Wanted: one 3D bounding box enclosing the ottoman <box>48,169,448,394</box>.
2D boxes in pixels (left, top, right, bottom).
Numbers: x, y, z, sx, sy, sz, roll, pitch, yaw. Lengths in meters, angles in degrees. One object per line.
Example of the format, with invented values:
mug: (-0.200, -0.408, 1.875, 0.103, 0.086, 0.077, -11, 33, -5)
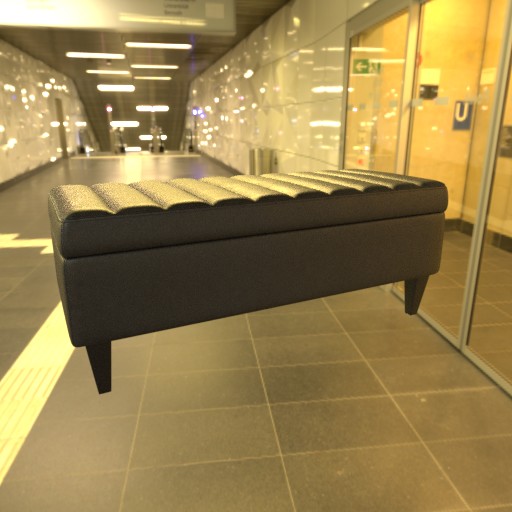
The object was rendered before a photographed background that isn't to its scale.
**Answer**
ottoman: (0.000, 0.000, 1.406, 1.151, 0.469, 0.482, -8, 19, -25)
